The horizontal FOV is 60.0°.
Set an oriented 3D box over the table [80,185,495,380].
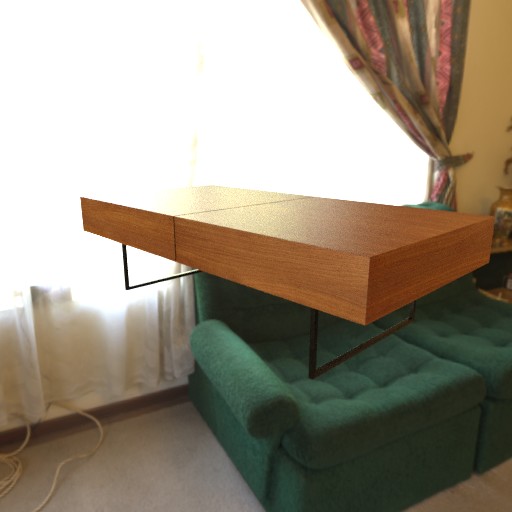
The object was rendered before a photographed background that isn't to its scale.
[{"bbox_3d":[0.000,0.000,1.426,0.610,0.330,1.194,-14,20,-42],"label":"table"}]
